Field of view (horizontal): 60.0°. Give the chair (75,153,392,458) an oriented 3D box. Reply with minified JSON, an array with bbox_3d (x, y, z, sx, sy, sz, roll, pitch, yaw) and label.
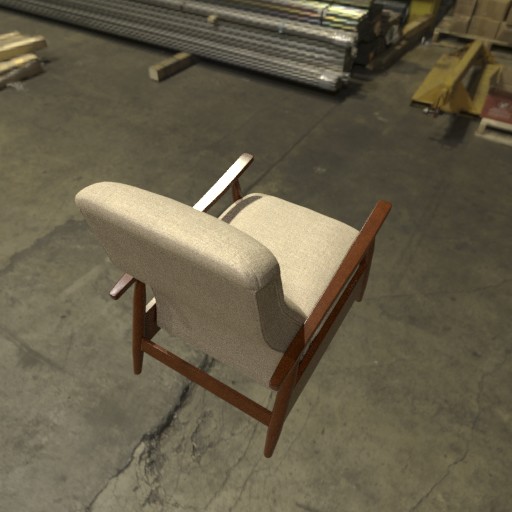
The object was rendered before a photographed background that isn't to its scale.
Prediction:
[{"bbox_3d":[0.000,0.000,1.809,0.762,1.082,1.014,24,50,22],"label":"chair"}]
